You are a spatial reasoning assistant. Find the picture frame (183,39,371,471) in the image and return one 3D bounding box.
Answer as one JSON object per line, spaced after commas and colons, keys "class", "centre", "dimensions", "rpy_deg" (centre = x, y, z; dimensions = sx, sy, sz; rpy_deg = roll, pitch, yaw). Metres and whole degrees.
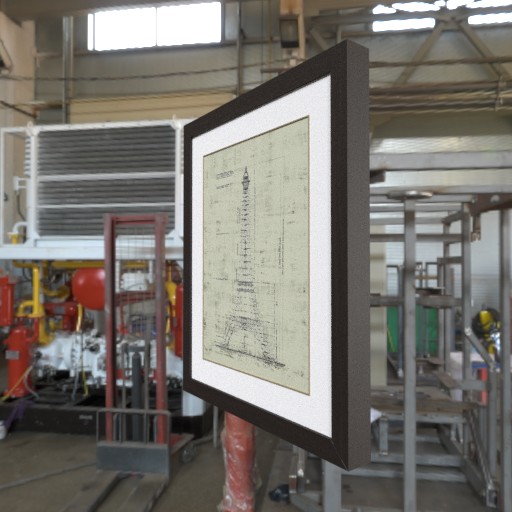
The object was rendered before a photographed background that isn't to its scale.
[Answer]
{"class": "picture frame", "centre": [0.000, 0.000, 0.763], "dimensions": [0.044, 0.555, 0.452], "rpy_deg": [1, -1, -37]}
